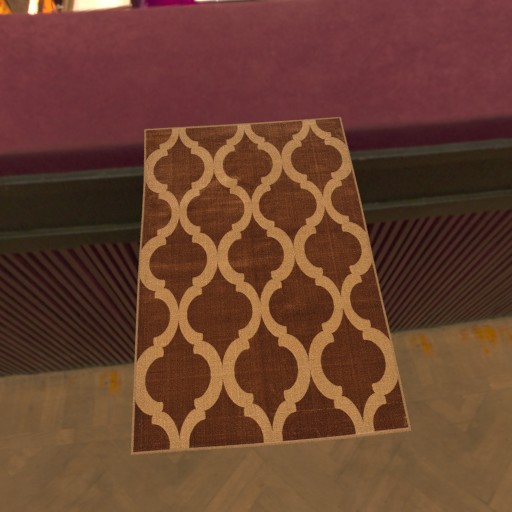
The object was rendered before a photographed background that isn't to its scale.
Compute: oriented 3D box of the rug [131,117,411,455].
[{"bbox_3d":[0.000,0.000,2.896,1.526,0.014,2.290,-4,63,-2],"label":"rug"}]
